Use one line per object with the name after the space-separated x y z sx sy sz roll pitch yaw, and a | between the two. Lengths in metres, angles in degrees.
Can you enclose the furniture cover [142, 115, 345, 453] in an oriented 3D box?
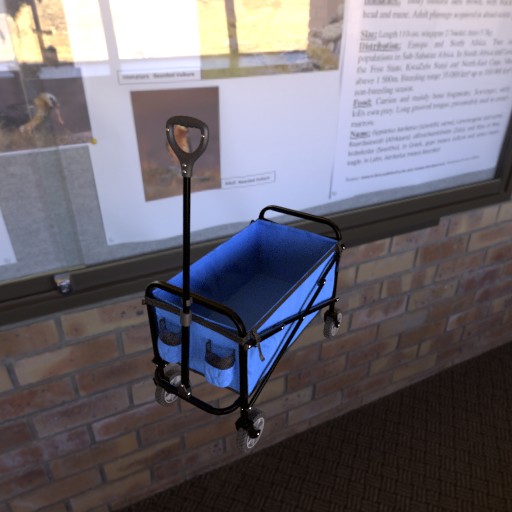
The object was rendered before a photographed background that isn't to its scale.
0.000 0.000 1.870 0.532 1.295 1.038 18 35 28 | furniture cover
